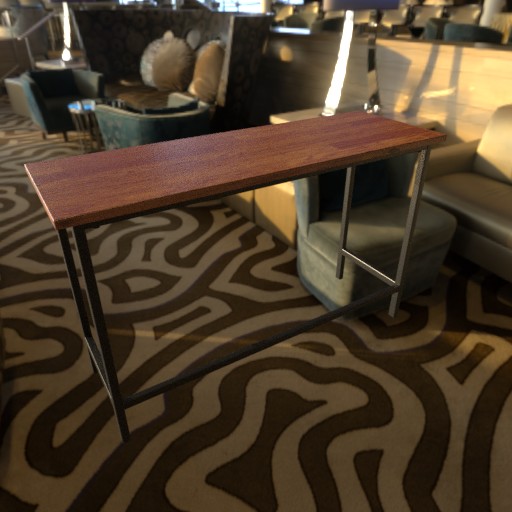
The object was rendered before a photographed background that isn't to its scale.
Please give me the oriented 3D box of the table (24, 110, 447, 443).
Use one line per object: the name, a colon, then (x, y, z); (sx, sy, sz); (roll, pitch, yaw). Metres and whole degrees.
table: (0.000, 0.000, 1.494); (1.204, 0.740, 0.408); (-17, 35, -27)
